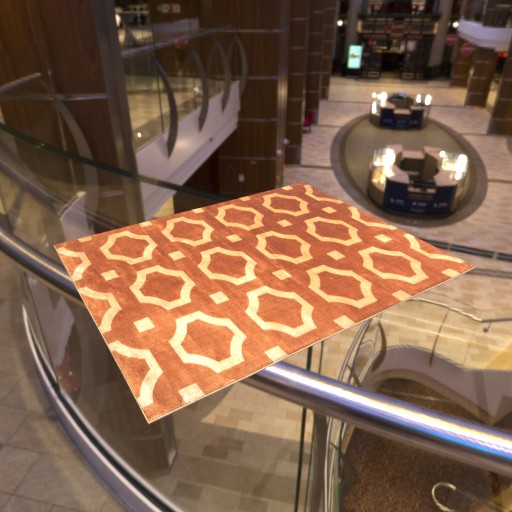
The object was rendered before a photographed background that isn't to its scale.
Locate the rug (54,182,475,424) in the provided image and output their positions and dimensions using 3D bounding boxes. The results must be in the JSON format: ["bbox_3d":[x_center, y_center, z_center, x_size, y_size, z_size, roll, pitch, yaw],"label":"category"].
[{"bbox_3d":[0.000,0.000,4.100,3.049,0.021,2.466,-18,35,-28],"label":"rug"}]
